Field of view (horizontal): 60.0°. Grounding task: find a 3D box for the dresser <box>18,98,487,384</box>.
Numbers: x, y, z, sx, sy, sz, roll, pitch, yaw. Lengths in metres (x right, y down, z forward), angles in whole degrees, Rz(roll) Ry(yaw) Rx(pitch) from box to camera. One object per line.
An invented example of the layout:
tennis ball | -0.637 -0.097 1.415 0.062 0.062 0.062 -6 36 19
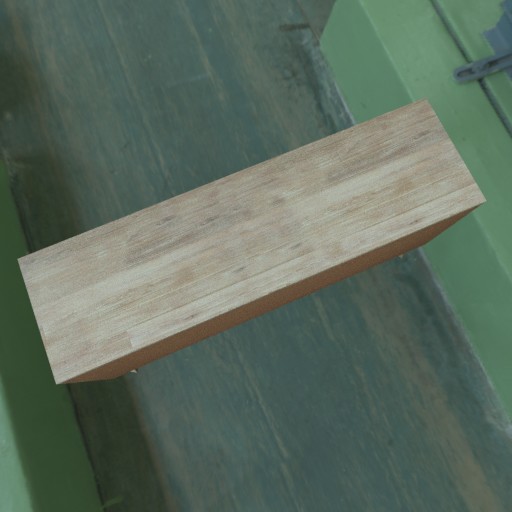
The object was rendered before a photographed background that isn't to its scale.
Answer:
dresser | 0.000 0.000 1.942 1.602 0.788 0.455 -23 77 -5
